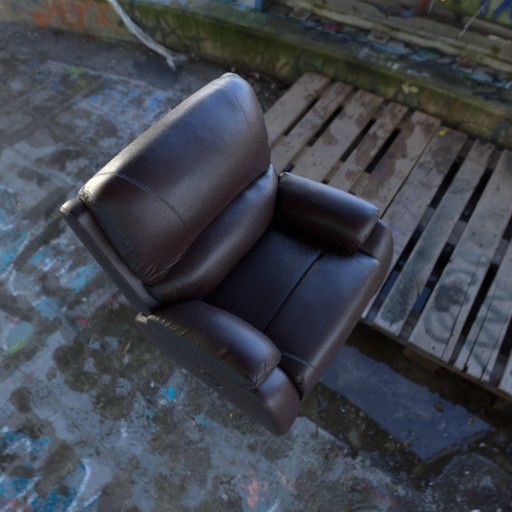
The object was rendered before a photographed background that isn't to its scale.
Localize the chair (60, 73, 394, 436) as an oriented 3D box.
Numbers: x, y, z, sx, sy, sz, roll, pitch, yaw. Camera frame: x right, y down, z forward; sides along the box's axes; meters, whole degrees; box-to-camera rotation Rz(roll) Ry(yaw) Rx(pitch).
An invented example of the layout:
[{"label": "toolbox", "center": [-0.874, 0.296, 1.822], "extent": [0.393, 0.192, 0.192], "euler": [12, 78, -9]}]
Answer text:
[{"label": "chair", "center": [0.000, 0.000, 1.744], "extent": [0.899, 1.011, 0.930], "euler": [31, 62, 19]}]
